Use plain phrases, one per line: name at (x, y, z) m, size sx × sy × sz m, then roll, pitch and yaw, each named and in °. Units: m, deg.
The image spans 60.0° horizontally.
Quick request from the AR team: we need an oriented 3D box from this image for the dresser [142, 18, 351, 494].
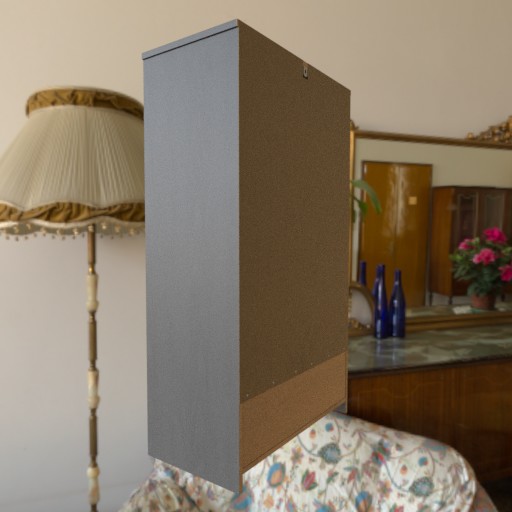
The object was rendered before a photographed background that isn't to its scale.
dresser at (0.000, 0.000, 1.562) m, size 0.399 × 1.255 × 0.704 m, roll 2°, pitch 3°, yaw 36°
